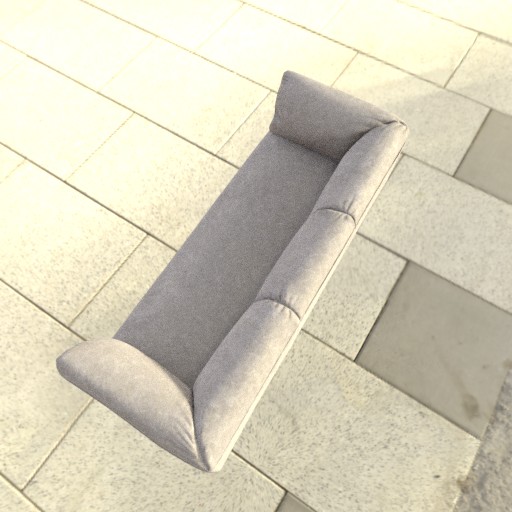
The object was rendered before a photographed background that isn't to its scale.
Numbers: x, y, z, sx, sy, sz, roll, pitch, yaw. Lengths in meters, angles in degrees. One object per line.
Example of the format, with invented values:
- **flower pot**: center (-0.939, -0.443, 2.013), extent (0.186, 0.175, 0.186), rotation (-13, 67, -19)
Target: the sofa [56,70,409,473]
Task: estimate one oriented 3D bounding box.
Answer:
- **sofa**: center (0.000, 0.000, 2.637), extent (0.899, 0.758, 2.238), rotation (29, 68, 13)
